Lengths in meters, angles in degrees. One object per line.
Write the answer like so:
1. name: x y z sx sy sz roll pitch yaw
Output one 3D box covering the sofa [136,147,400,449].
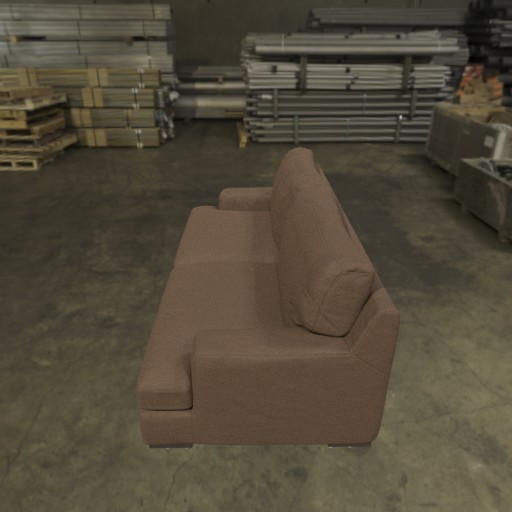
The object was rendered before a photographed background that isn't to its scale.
1. sofa: 0.000 0.000 2.883 1.140 0.950 2.274 0 27 -1
